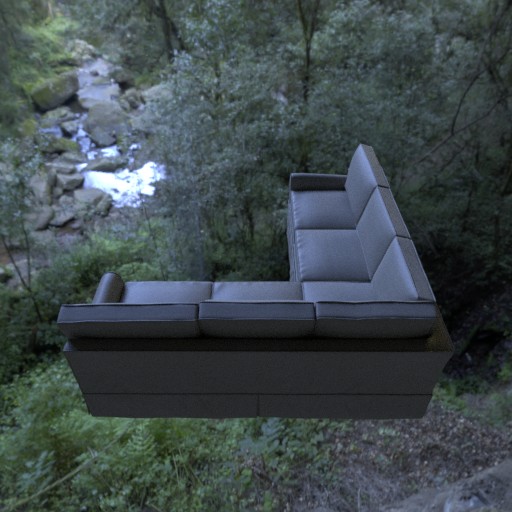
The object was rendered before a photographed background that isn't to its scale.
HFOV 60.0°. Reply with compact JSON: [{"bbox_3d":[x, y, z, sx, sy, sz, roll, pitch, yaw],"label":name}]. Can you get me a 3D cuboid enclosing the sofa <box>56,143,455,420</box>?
[{"bbox_3d":[0.000,0.000,4.062,2.623,1.081,2.618,0,41,0],"label":"sofa"}]
